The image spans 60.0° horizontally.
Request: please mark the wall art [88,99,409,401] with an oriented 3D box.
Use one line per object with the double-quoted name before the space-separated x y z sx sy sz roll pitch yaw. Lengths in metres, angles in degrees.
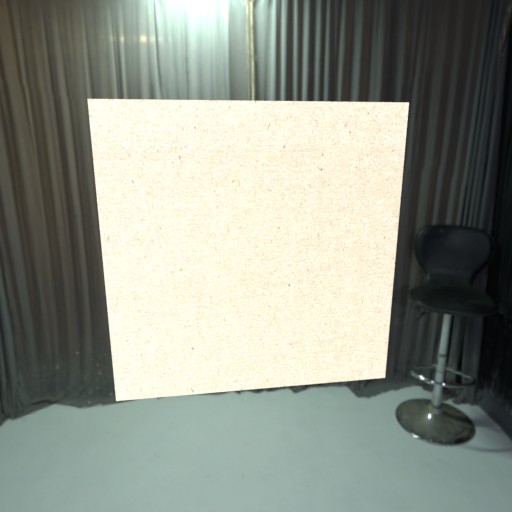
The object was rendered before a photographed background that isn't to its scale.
"wall art" 0.000 0.000 1.173 0.773 0.775 0.031 -2 16 -9
